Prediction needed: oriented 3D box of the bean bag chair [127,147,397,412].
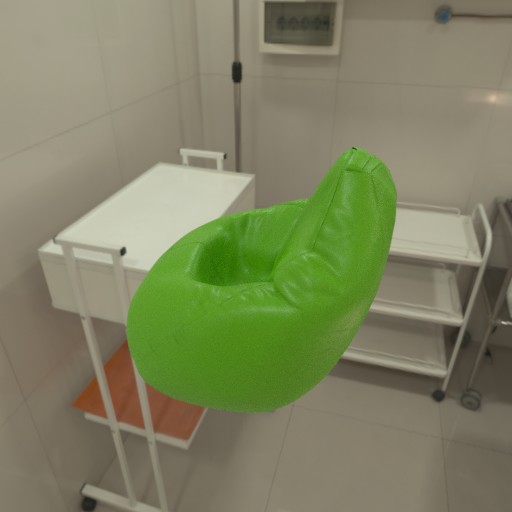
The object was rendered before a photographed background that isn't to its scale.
[{"bbox_3d":[0.000,0.000,1.897,1.070,0.990,1.070,8,32,13],"label":"bean bag chair"}]
